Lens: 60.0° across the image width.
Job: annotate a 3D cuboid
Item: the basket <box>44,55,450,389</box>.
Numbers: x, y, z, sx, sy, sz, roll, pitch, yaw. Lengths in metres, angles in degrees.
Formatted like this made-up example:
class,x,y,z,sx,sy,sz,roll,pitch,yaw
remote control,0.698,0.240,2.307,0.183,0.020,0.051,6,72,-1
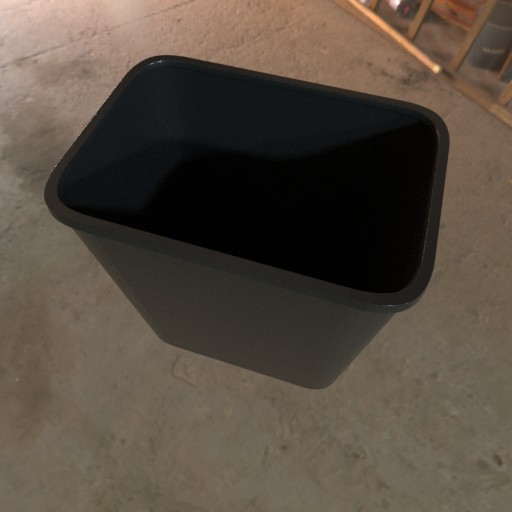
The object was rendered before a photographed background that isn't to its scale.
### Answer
class,x,y,z,sx,sy,sz,roll,pitch,yaw
basket,0.000,0.000,0.490,0.300,0.307,0.211,15,59,9
